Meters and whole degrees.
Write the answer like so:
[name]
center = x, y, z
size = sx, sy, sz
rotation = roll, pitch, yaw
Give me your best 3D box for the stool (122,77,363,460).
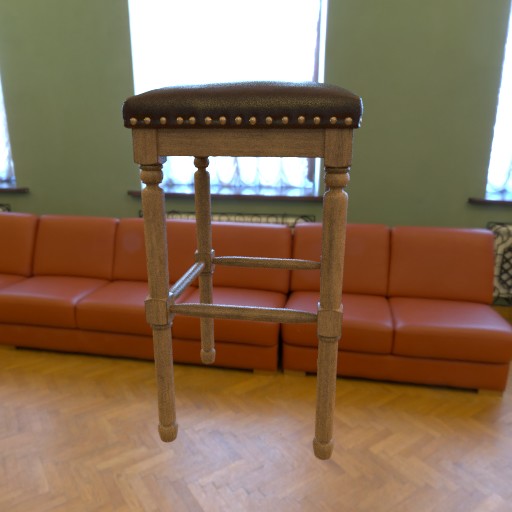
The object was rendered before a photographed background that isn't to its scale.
[stool]
center = 0.000, 0.000, 0.942
size = 0.382, 0.702, 0.383
rotation = 3, 16, 9
